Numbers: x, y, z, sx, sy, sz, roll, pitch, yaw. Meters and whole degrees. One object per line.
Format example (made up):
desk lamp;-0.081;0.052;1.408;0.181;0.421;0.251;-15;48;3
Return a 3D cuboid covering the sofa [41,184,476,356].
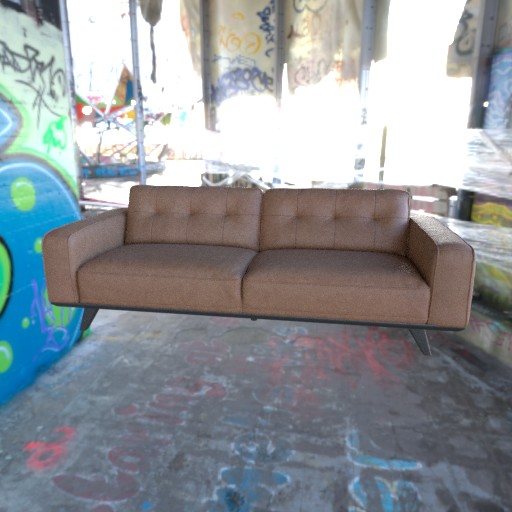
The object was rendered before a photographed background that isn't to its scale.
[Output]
sofa;0.000;0.000;2.725;2.270;0.780;0.953;2;15;9
